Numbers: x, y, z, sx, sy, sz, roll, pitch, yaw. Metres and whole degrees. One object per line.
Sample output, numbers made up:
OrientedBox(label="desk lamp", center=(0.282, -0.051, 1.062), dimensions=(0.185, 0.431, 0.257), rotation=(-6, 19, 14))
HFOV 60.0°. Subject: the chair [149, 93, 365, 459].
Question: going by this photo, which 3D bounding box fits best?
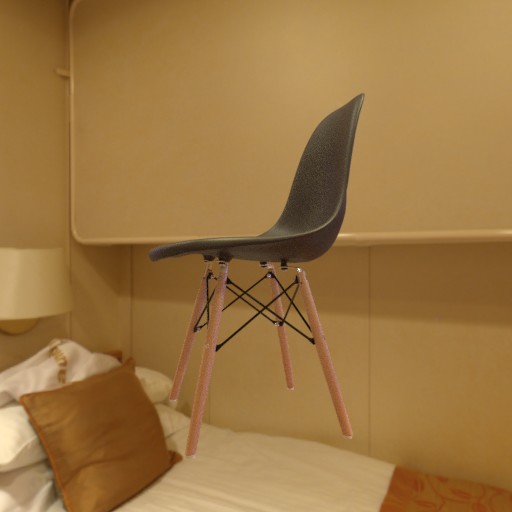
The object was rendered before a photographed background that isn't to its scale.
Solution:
OrientedBox(label="chair", center=(0.000, 0.000, 1.136), dimensions=(0.533, 0.825, 0.470), rotation=(0, 1, -16))
